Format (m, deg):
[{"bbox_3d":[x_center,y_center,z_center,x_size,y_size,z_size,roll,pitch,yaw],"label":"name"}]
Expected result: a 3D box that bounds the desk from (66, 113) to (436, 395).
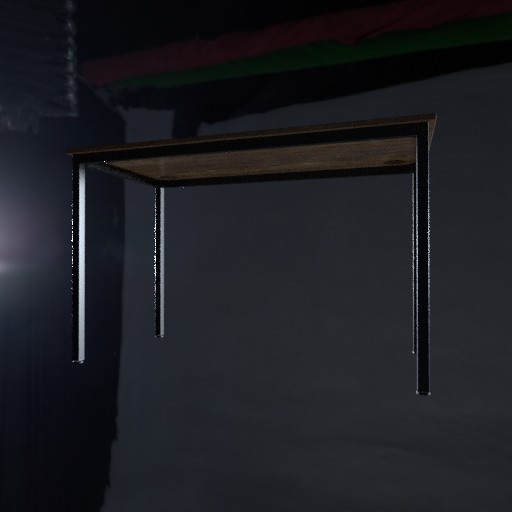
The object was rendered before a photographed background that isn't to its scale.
[{"bbox_3d":[0.000,0.000,1.637,1.200,0.749,0.600,0,0,19],"label":"desk"}]
